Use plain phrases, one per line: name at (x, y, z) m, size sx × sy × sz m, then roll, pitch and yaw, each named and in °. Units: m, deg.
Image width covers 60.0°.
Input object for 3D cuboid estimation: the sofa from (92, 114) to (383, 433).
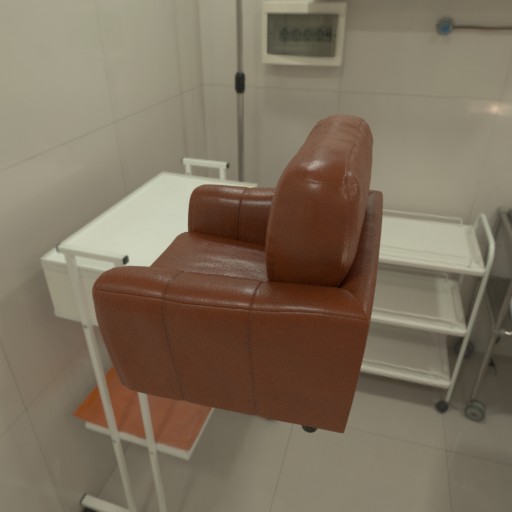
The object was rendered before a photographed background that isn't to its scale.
sofa at (0.000, 0.000, 1.500) m, size 0.789 × 0.876 × 0.836 m, roll 8°, pitch 31°, yaw 14°
